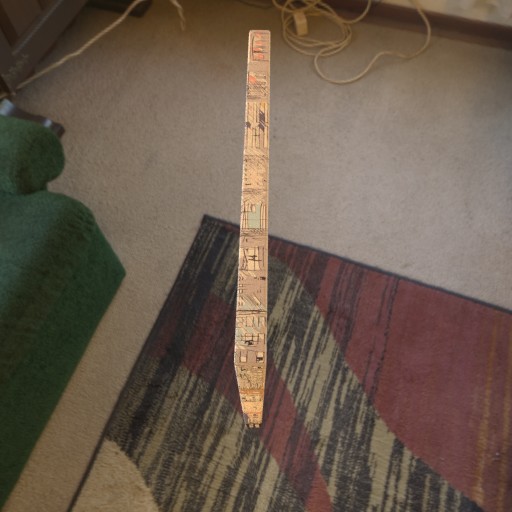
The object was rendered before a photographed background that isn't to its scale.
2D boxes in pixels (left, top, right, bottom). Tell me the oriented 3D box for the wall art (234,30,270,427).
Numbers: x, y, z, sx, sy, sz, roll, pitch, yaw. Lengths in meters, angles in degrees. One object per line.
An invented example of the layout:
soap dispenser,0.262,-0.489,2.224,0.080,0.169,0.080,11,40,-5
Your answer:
wall art,0.000,0.000,0.930,0.038,0.608,0.607,1,62,1
